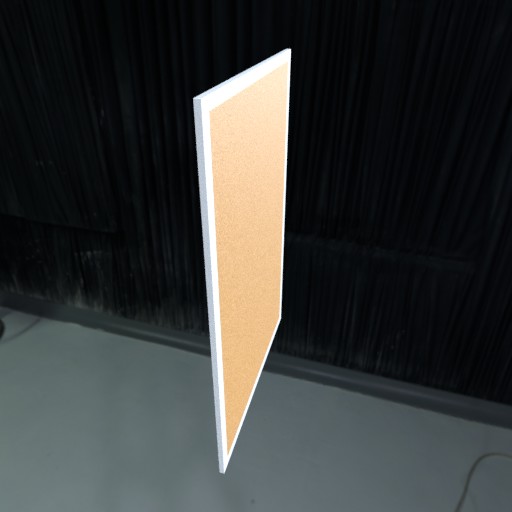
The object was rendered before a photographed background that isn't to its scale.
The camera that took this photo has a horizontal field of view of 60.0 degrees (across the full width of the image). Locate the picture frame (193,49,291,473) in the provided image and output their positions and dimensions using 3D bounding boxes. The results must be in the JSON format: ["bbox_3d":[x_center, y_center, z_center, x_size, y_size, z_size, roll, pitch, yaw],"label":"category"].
[{"bbox_3d":[0.000,0.000,1.184,0.013,0.940,0.659,8,32,13],"label":"picture frame"}]
